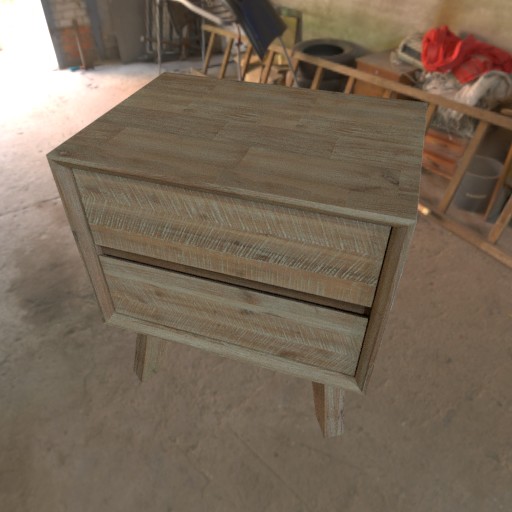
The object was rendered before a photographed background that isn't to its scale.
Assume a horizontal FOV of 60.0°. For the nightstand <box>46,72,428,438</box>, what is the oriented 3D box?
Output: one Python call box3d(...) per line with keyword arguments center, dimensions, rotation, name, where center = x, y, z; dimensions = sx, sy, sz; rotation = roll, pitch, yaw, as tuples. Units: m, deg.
box3d(center=(0.000, 0.000, 0.952), dimensions=(0.552, 0.589, 0.396), rotation=(12, 42, 14), name="nightstand")
